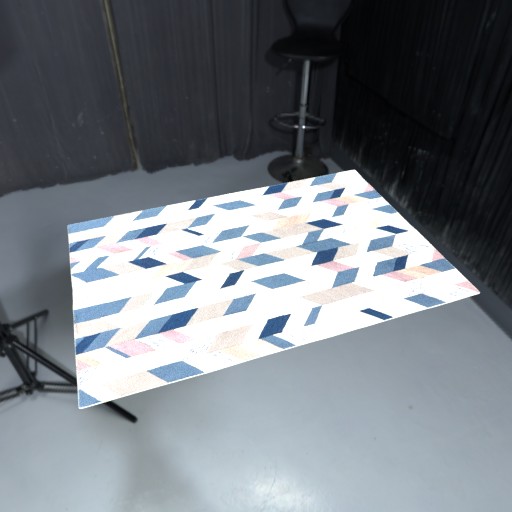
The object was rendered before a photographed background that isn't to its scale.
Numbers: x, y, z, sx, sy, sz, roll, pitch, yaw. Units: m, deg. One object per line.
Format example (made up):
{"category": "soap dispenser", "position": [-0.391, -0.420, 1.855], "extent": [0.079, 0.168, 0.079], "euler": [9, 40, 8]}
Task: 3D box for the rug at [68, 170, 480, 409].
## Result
{"category": "rug", "position": [0.000, 0.000, 2.281], "extent": [1.813, 0.006, 1.202], "euler": [-13, 43, -15]}
